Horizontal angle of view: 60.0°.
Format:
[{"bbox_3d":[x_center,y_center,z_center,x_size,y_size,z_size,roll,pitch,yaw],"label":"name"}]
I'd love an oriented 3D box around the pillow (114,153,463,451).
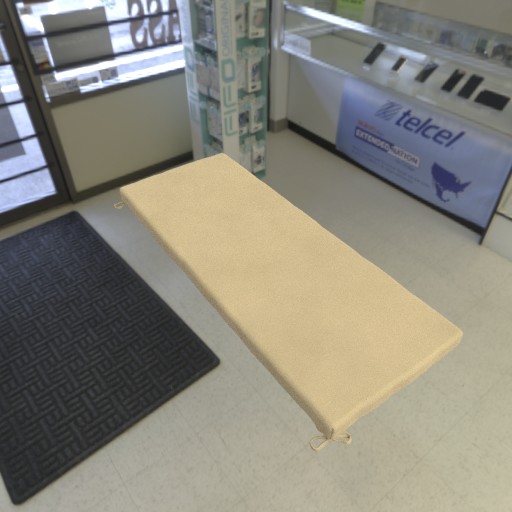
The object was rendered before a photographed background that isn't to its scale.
[{"bbox_3d":[0.000,0.000,1.379,0.492,0.081,1.187,-25,48,-26],"label":"pillow"}]
